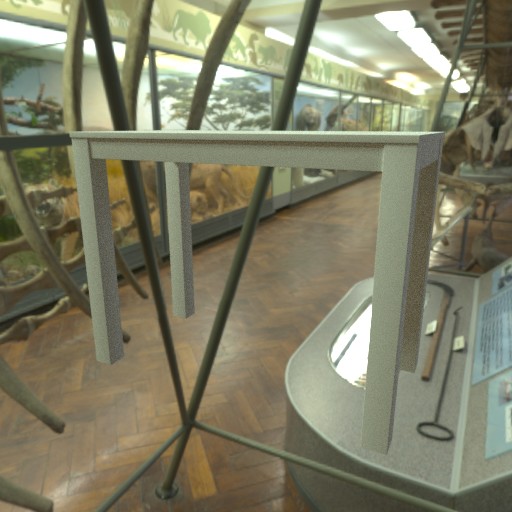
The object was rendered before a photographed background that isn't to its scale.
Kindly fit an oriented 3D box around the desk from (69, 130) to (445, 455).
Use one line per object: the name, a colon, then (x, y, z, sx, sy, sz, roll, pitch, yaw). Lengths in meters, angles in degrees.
desk: (0.000, 0.000, 1.413, 0.990, 0.762, 0.497, 8, 18, 26)
